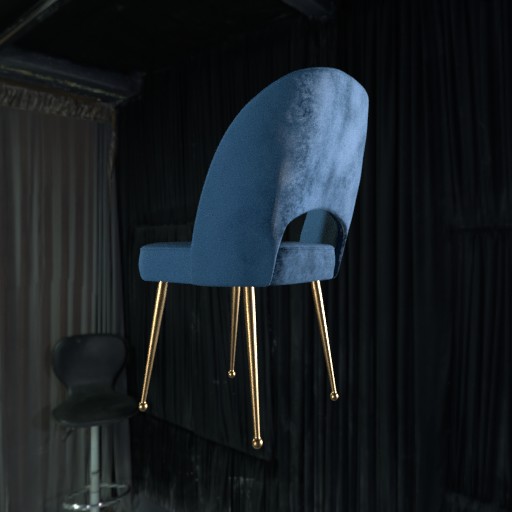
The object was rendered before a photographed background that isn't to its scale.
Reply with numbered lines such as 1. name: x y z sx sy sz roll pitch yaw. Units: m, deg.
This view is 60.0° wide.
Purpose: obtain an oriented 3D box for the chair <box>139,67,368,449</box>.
1. chair: 0.000 0.000 1.235 0.577 0.860 0.527 1 1 36
